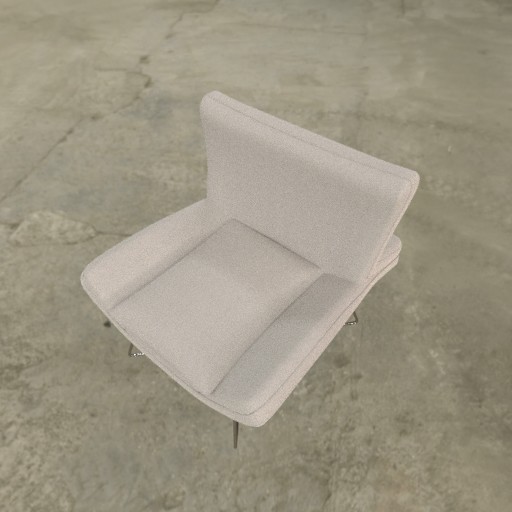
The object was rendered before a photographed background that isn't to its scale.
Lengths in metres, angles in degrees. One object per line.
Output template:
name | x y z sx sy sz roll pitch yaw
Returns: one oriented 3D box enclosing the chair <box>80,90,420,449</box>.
chair | 0.000 0.000 1.646 0.859 0.855 1.008 31 54 26
